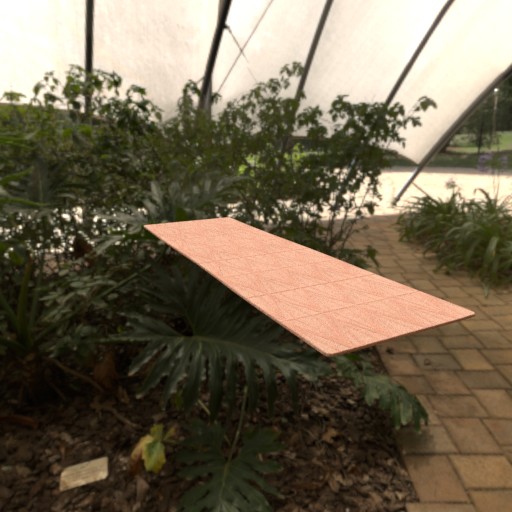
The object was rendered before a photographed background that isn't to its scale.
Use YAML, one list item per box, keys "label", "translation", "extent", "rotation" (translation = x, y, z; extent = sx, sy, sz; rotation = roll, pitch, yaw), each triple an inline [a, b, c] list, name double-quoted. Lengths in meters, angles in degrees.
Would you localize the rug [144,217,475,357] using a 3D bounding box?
- label: "rug"
  translation: [0.000, 0.000, 2.669]
  extent: [0.760, 0.015, 2.435]
  rotation: [-8, 17, -27]
